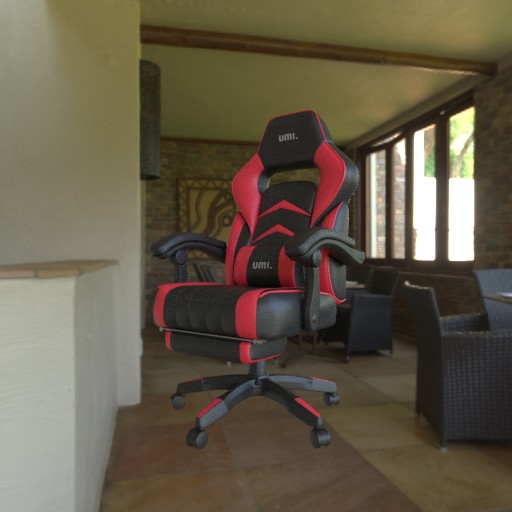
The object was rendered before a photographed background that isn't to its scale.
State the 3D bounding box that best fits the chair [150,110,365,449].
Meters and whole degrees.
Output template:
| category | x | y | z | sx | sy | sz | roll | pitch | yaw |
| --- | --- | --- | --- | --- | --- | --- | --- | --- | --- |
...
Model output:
| category | x | y | z | sx | sy | sz | roll | pitch | yaw |
| --- | --- | --- | --- | --- | --- | --- | --- | --- | --- |
| chair | 0.000 | 0.000 | 1.674 | 0.700 | 1.220 | 0.700 | 0 | 0 | 35 |
